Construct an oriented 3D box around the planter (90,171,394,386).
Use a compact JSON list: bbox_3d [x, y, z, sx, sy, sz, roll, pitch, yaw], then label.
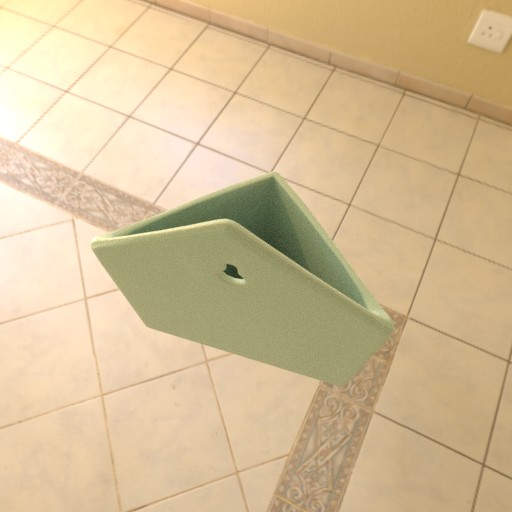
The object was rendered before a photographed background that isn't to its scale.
[{"bbox_3d":[0.000,0.000,0.273,0.164,0.197,0.079,15,64,8],"label":"planter"}]
